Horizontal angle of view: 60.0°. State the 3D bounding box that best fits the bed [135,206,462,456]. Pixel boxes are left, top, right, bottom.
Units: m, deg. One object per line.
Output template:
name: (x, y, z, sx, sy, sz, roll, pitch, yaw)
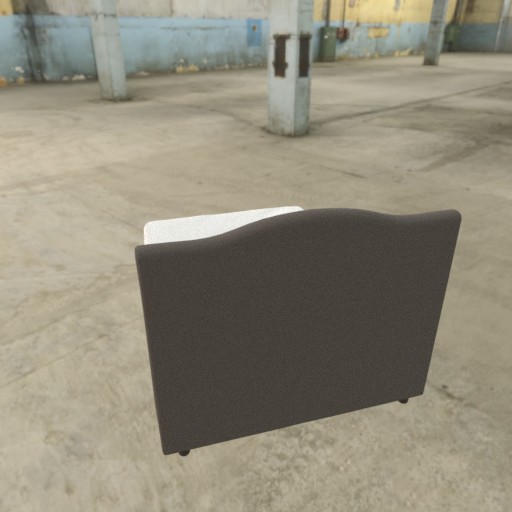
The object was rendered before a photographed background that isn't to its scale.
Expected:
bed: (0.000, 0.000, 3.220, 1.666, 1.387, 2.036, -7, 27, -15)
